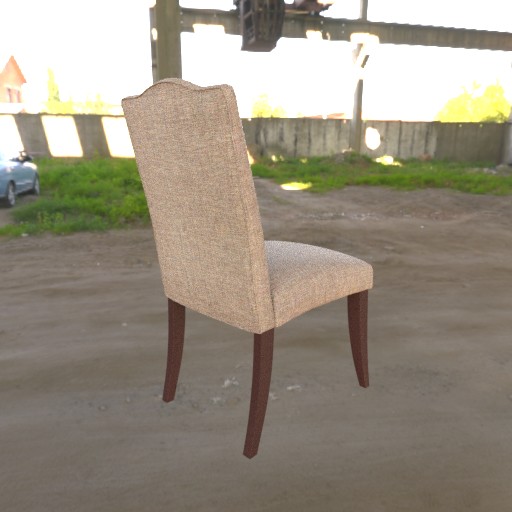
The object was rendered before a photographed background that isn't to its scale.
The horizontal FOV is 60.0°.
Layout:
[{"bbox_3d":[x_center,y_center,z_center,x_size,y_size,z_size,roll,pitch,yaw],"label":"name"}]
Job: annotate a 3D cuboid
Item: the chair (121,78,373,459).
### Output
[{"bbox_3d":[0.000,0.000,1.429,0.513,1.016,0.660,14,20,42],"label":"chair"}]
